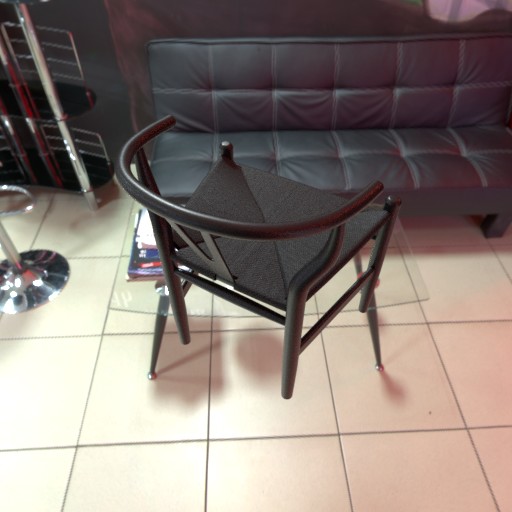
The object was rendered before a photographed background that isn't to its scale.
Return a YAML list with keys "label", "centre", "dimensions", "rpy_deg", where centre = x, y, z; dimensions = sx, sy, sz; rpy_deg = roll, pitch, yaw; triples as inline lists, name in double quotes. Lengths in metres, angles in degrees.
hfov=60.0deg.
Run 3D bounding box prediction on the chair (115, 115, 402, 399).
- label: "chair"
  centre: [0.000, 0.000, 1.176]
  dimensions: [0.569, 0.730, 0.579]
  rpy_deg: [23, 50, 21]
